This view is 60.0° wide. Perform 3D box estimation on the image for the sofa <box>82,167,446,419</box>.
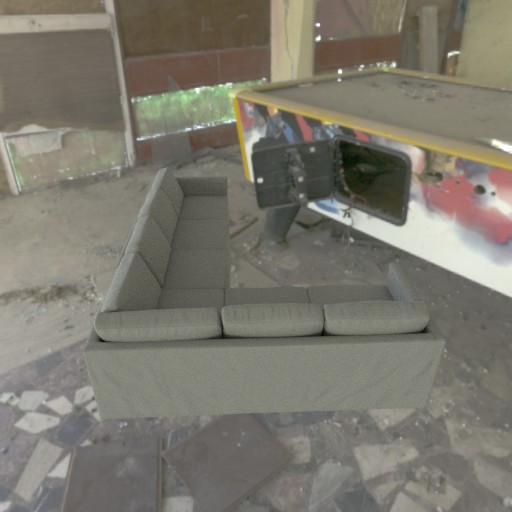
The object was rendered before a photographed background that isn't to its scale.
[{"bbox_3d":[0.000,0.000,4.396,2.432,0.871,3.182,-1,31,-2],"label":"sofa"}]
